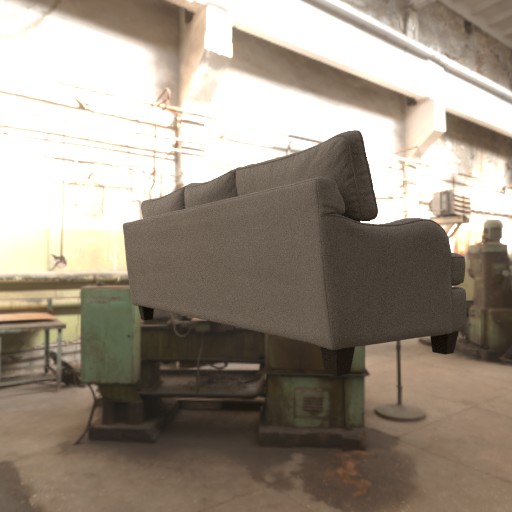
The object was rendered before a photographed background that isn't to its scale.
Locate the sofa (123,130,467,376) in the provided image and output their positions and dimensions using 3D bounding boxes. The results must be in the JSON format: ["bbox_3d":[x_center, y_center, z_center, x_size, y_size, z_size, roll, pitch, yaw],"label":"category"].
[{"bbox_3d":[0.000,0.000,2.865,1.016,0.991,2.323,1,-1,-35],"label":"sofa"}]
